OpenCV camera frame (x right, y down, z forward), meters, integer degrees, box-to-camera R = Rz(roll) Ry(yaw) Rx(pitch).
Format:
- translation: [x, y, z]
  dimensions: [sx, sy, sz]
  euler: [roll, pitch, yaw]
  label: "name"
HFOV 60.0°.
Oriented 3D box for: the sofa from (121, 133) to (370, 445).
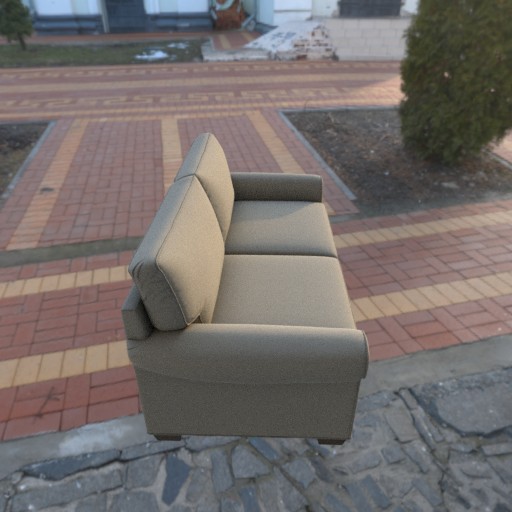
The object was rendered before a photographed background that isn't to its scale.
- translation: [0.000, 0.000, 2.475]
  dimensions: [0.940, 0.952, 1.930]
  euler: [1, 31, 1]
  label: "sofa"
